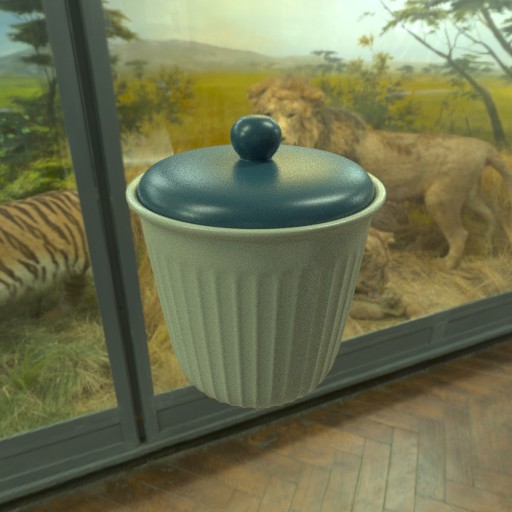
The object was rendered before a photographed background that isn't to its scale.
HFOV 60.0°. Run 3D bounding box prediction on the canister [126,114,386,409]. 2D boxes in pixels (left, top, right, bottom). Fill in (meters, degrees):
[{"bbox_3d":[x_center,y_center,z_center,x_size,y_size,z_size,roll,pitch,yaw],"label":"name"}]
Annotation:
[{"bbox_3d":[0.000,0.000,0.344,0.181,0.211,0.181,0,26,0],"label":"canister"}]
